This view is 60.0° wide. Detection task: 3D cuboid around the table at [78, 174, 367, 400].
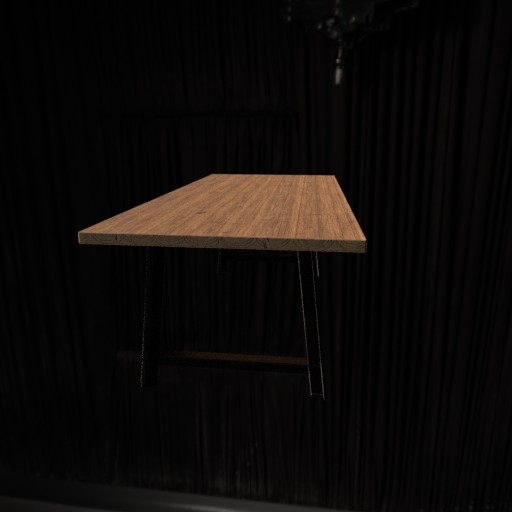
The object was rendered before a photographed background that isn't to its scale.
[{"bbox_3d":[0.000,0.000,2.658,1.000,0.757,2.200,2,16,7],"label":"table"}]
